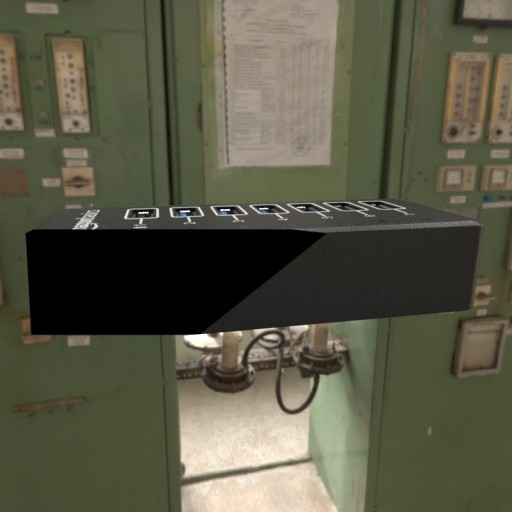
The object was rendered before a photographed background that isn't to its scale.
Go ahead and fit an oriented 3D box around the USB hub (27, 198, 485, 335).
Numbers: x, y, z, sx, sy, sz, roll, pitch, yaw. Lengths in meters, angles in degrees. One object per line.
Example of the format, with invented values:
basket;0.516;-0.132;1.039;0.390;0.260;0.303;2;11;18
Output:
USB hub;0.000;0.000;0.121;0.110;0.023;0.044;-3;16;-11
